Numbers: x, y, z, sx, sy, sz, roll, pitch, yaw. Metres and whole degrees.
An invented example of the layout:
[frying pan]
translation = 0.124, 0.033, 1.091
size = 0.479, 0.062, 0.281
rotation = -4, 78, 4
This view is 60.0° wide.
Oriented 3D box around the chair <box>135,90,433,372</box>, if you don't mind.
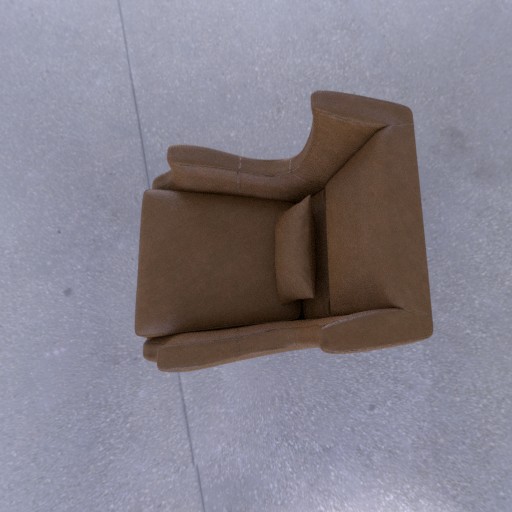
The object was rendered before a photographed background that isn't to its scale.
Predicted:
[chair]
translation = 0.000, 0.000, 1.685
size = 0.925, 1.016, 0.852
rotation = 0, 76, 0
